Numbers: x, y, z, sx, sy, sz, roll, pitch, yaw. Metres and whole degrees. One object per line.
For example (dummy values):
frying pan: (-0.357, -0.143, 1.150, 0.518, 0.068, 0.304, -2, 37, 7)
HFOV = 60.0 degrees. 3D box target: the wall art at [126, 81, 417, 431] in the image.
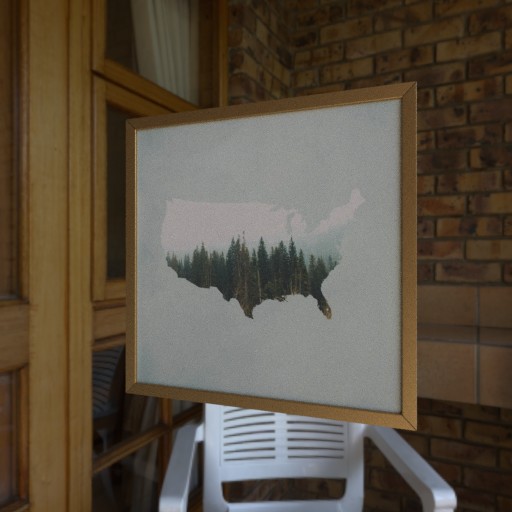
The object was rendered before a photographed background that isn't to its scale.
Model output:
wall art: (0.000, 0.000, 1.118, 0.762, 0.762, 0.038, 0, 0, 21)
